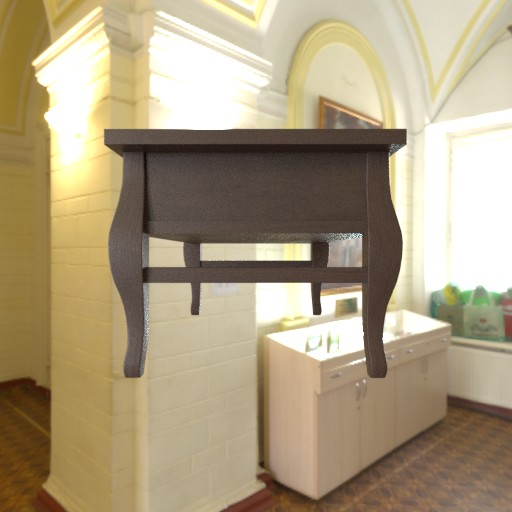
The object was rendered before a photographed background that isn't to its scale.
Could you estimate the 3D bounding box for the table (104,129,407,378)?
[{"bbox_3d":[0.000,0.000,1.384,0.600,0.494,1.062,0,0,0],"label":"table"}]
